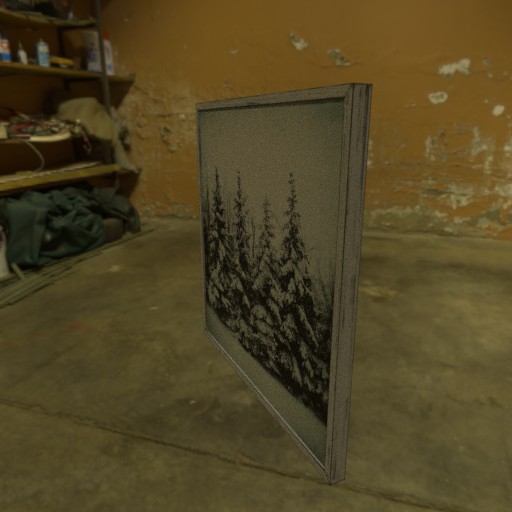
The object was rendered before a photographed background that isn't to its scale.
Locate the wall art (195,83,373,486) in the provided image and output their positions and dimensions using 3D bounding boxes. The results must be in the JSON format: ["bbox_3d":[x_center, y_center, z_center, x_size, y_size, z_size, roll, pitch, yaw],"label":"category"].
[{"bbox_3d":[0.000,0.000,1.122,0.037,0.761,0.761,-8,18,-25],"label":"wall art"}]
